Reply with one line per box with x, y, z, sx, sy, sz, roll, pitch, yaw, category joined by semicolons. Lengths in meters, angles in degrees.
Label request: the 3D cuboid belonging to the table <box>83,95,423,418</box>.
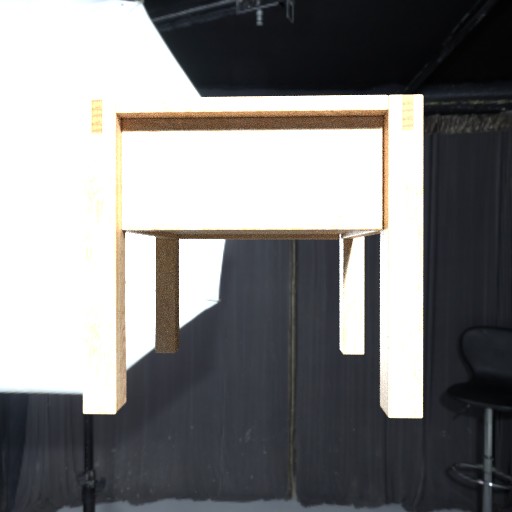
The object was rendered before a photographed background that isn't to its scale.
0.000;0.000;0.842;0.480;0.450;0.440;0;0;2;table
